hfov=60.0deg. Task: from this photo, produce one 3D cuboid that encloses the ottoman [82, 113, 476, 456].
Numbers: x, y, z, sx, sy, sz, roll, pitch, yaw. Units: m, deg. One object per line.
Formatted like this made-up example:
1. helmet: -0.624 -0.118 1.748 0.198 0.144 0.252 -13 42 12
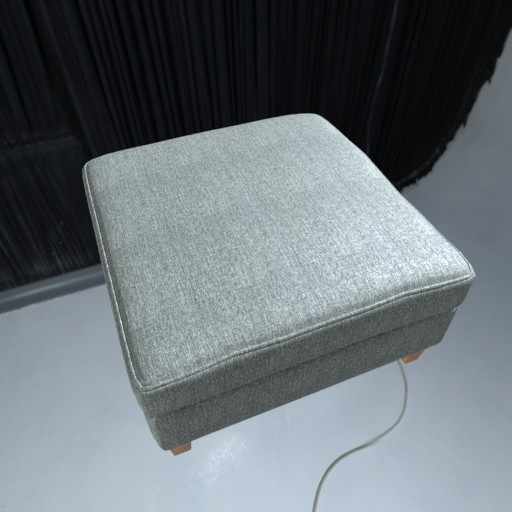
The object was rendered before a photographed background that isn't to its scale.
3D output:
1. ottoman: 0.000 0.000 1.328 0.838 0.481 0.838 -16 48 -15
